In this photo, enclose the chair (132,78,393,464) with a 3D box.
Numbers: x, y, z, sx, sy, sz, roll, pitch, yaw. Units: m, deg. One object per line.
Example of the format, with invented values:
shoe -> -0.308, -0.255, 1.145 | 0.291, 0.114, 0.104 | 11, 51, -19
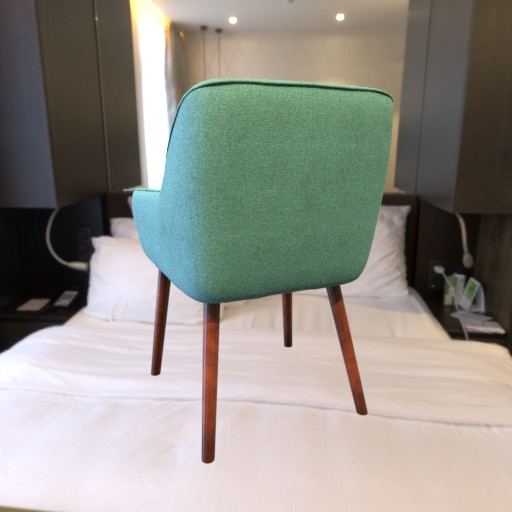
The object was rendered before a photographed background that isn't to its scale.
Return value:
chair -> 0.000, 0.000, 1.166 | 0.543, 0.803, 0.519 | -6, 15, -24
